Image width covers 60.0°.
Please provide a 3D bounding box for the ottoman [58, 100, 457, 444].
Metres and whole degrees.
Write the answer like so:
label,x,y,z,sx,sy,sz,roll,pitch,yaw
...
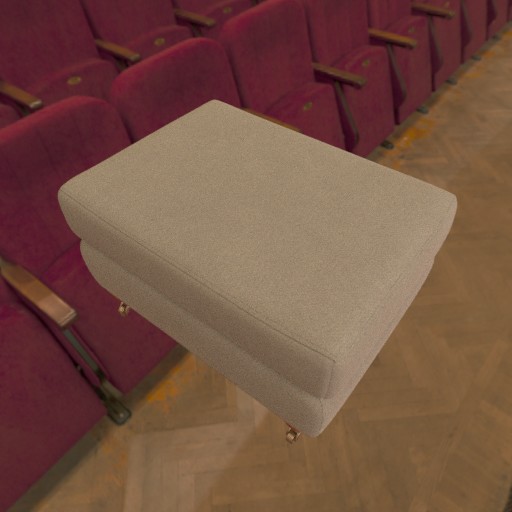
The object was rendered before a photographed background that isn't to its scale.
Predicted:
label,x,y,z,sx,sy,sz,roll,pitch,yaw
ottoman,0.000,0.000,1.149,0.773,0.499,0.569,29,53,25
